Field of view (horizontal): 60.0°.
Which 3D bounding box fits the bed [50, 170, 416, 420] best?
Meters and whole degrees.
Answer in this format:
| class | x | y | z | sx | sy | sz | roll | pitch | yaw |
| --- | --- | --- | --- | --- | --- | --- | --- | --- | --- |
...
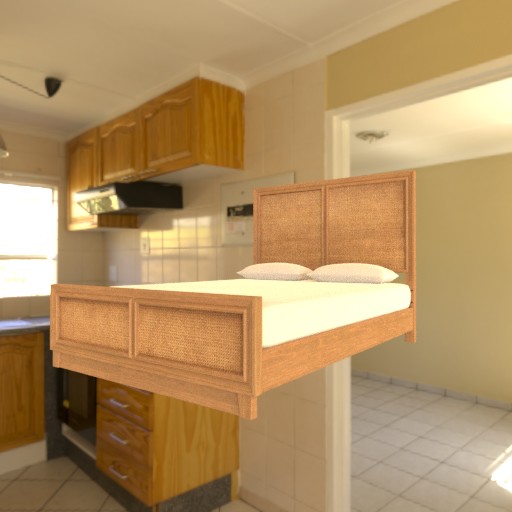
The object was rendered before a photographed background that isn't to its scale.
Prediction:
| class | x | y | z | sx | sy | sz | roll | pitch | yaw |
| --- | --- | --- | --- | --- | --- | --- | --- | --- | --- |
| bed | 0.000 | 0.000 | 3.190 | 1.606 | 1.387 | 2.184 | 0 | 0 | 37 |
